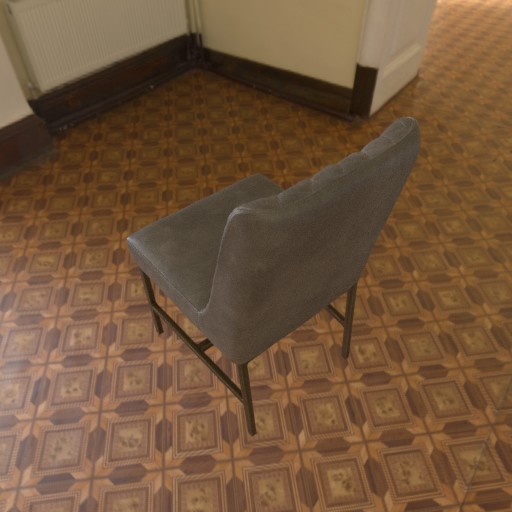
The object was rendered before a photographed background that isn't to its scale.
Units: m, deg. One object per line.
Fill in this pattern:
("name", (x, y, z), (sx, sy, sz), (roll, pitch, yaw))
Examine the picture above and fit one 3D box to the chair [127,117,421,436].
("chair", (0.000, 0.000, 1.229), (0.508, 0.889, 0.587), (-31, 53, -26))
